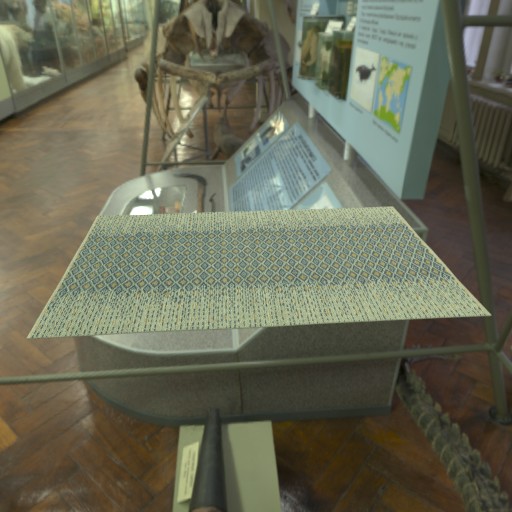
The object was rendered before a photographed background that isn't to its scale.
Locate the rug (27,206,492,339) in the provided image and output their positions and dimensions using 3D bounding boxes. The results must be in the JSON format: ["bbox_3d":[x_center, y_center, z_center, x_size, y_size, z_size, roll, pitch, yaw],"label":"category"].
[{"bbox_3d":[0.000,0.000,2.994,2.448,0.008,1.541,-2,29,-4],"label":"rug"}]
